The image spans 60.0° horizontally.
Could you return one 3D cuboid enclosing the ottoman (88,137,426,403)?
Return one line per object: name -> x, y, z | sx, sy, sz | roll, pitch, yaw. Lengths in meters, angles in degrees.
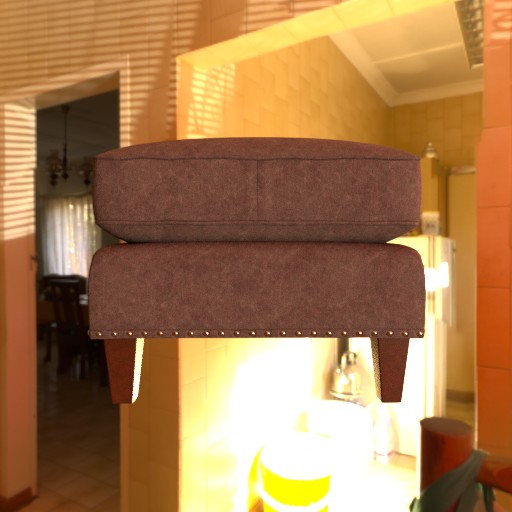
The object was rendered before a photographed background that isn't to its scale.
ottoman -> 0.000, 0.000, 1.116 | 0.584, 0.513, 0.741 | 0, 1, 0
